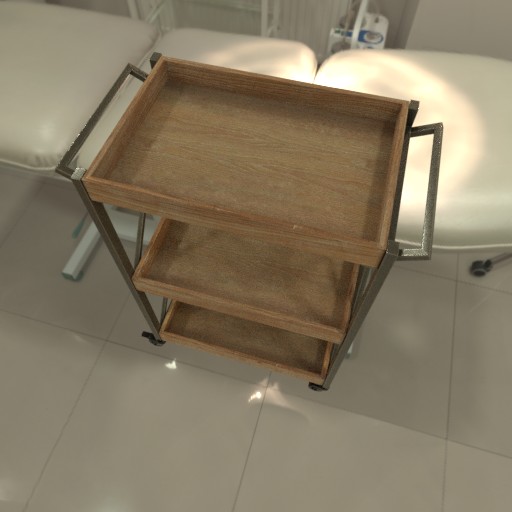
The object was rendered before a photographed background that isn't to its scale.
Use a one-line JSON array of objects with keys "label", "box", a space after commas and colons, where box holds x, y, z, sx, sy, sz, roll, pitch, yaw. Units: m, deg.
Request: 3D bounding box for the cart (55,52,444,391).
[{"label": "cart", "box": [0.000, 0.000, 1.168, 0.673, 0.835, 0.377, 14, 60, 8]}]
